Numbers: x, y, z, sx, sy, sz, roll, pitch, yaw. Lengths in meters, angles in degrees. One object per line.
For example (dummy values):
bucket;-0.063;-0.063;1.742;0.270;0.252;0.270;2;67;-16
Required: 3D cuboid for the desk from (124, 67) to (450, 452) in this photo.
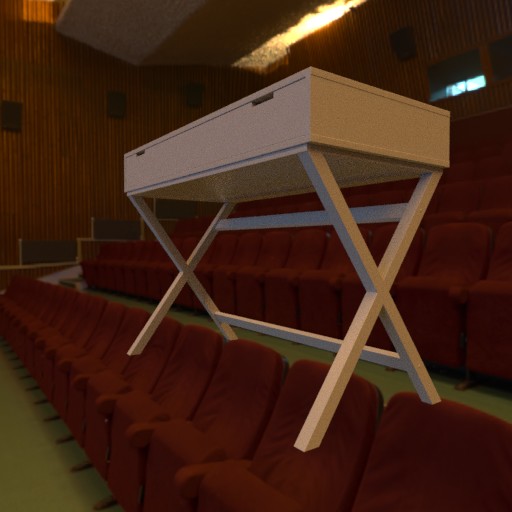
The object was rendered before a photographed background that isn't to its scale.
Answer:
desk;0.000;0.000;1.464;0.509;0.780;1.059;-1;2;-36
